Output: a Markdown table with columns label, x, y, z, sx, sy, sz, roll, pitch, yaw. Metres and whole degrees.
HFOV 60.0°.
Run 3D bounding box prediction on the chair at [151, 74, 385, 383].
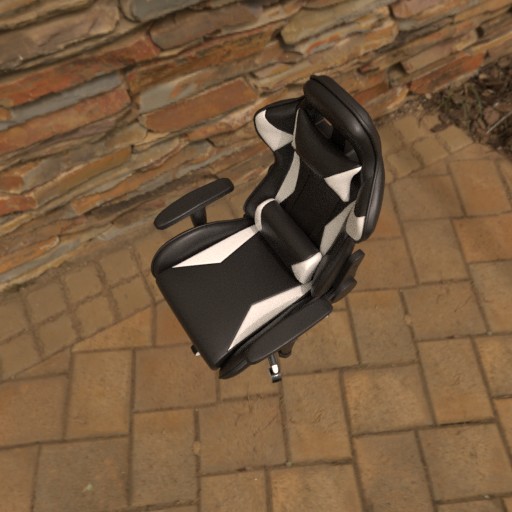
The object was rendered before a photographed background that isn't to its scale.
| label | x | y | z | sx | sy | sz | roll | pitch | yaw |
| --- | --- | --- | --- | --- | --- | --- | --- | --- | --- |
| chair | 0.000 | 0.000 | 1.658 | 0.695 | 1.285 | 0.730 | -32 | 67 | -15 |
